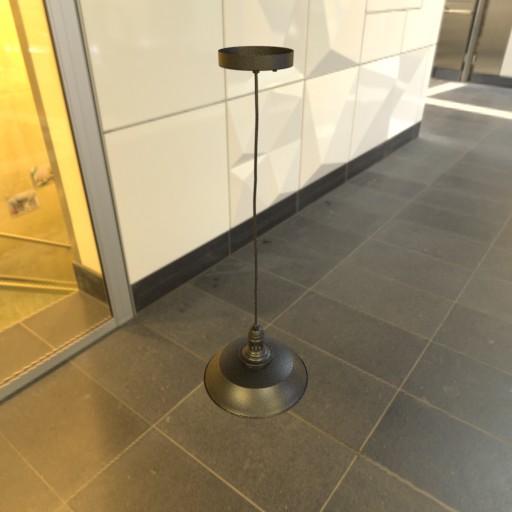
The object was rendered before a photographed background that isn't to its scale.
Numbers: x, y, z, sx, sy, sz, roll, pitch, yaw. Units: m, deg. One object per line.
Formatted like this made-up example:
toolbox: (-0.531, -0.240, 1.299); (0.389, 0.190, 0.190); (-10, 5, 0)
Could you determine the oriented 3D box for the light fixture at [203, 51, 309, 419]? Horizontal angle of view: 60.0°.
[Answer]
light fixture: (0.000, 0.000, 1.172); (0.331, 0.993, 0.331); (10, 33, 16)
